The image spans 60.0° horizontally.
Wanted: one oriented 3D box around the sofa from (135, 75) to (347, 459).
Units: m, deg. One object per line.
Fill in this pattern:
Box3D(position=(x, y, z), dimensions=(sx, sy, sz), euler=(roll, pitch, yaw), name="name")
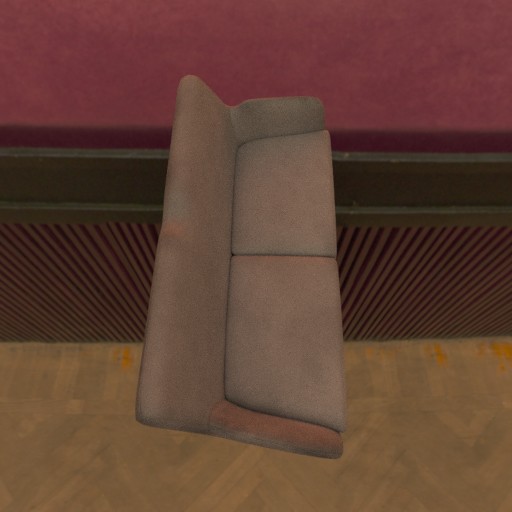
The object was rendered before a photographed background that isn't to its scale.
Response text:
Box3D(position=(0.000, 0.000, 2.257), dimensions=(0.850, 0.810, 1.870), euler=(1, 64, 1), name="sofa")
